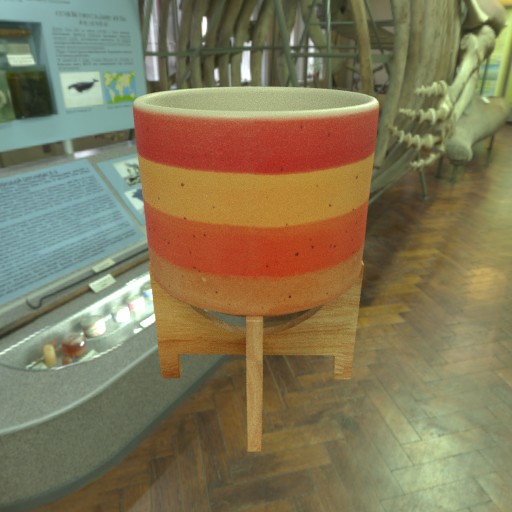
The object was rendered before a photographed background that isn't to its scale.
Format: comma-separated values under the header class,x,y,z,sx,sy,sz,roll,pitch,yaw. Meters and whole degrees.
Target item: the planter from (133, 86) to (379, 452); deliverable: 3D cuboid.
class,x,y,z,sx,sy,sz,roll,pitch,yaw
planter,0.000,0.000,0.556,0.269,0.379,0.269,0,25,0
